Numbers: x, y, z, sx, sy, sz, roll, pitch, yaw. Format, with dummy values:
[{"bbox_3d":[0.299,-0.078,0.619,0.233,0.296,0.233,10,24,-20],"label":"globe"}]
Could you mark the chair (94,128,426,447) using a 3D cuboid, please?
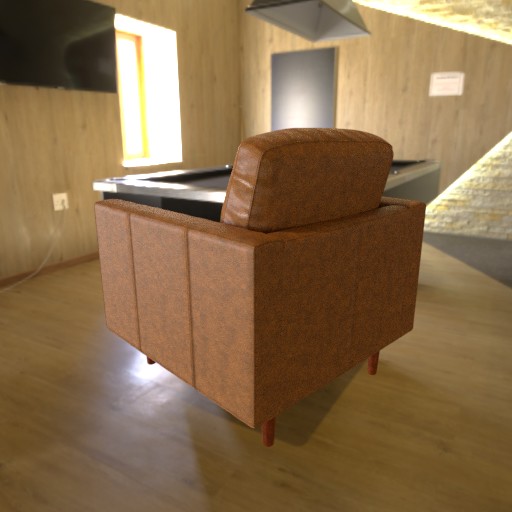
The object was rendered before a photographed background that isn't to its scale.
[{"bbox_3d":[0.000,0.000,1.716,0.890,0.956,0.909,-15,22,-42],"label":"chair"}]
